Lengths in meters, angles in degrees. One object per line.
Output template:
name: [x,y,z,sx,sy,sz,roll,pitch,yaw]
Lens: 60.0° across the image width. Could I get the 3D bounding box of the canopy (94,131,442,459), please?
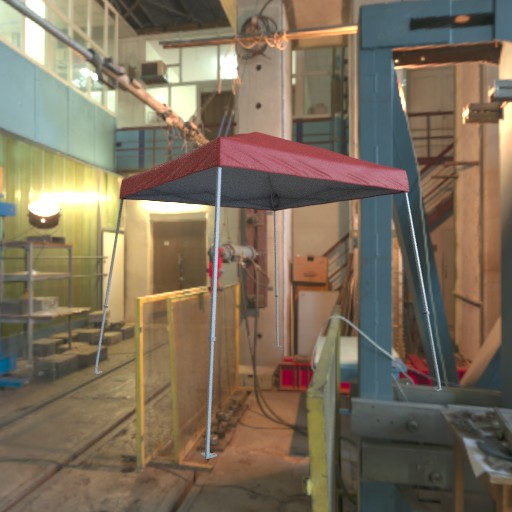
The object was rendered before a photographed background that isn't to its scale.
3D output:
canopy: [0.000,0.000,6.418,3.600,3.600,3.599,0,0,-35]
